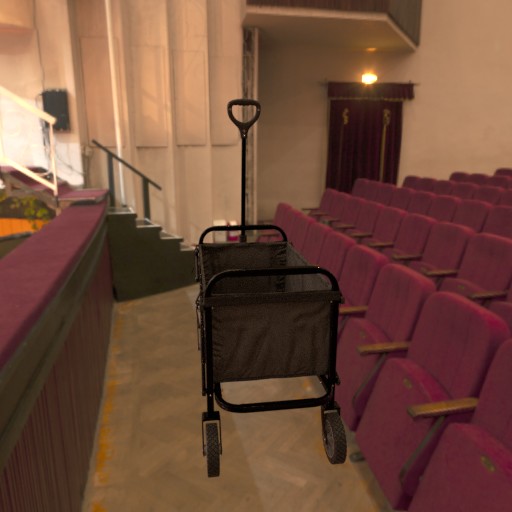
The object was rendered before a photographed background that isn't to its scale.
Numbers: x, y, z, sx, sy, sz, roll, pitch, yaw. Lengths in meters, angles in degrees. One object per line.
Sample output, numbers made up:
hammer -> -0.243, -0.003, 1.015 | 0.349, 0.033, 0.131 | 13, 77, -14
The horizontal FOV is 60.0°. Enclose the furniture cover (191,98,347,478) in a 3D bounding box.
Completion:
furniture cover -> 0.000, 0.000, 1.818 | 0.532, 1.295, 1.038 | -2, 14, -8
